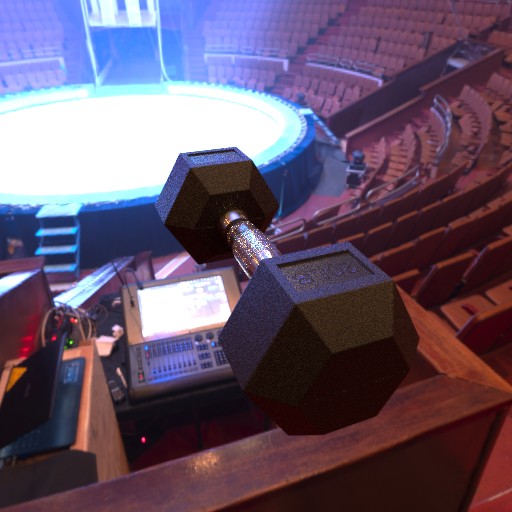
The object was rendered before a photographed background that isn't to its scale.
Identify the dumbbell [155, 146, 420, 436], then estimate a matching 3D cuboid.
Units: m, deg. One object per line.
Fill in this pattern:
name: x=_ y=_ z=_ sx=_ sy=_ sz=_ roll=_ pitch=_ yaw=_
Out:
dumbbell: x=0.000 y=0.000 z=0.327 sx=0.106 sy=0.092 sz=0.272 roll=-11 pitch=33 yaw=-18
